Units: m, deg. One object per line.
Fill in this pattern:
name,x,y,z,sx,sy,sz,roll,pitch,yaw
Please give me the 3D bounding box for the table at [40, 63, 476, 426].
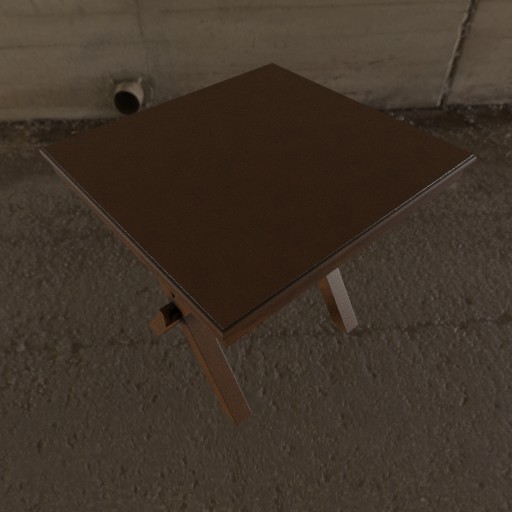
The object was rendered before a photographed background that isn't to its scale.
table,0.000,0.000,1.030,0.602,0.562,0.560,-32,54,-28
